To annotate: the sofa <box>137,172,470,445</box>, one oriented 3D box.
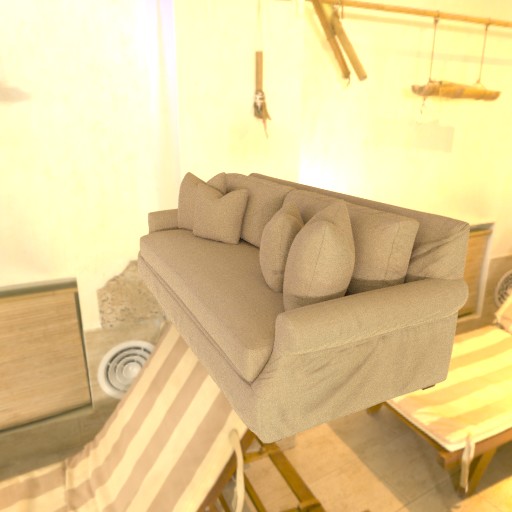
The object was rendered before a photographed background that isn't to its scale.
[{"bbox_3d":[0.000,0.000,2.742,1.067,0.904,2.285,-8,19,-25],"label":"sofa"}]
